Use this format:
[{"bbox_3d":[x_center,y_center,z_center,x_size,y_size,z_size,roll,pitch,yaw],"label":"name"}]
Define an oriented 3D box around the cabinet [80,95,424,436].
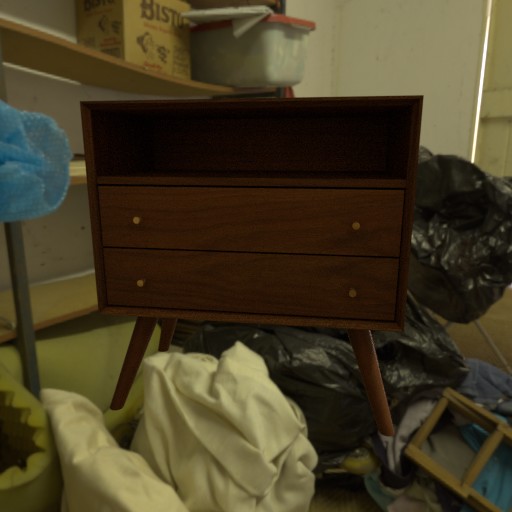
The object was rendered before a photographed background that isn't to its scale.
[{"bbox_3d":[0.000,0.000,1.168,0.712,0.748,0.388,2,14,9],"label":"cabinet"}]
